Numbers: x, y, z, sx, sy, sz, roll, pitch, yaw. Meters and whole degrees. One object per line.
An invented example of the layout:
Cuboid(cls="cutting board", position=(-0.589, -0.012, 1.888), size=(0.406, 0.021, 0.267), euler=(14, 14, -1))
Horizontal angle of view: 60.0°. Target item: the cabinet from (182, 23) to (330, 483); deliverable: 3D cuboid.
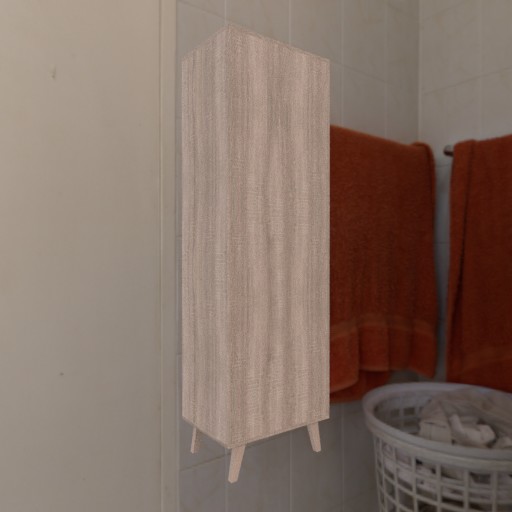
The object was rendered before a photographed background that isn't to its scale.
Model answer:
Cuboid(cls="cabinet", position=(0.000, 0.000, 2.092), size=(0.570, 1.850, 0.400), euler=(0, 1, -36))
